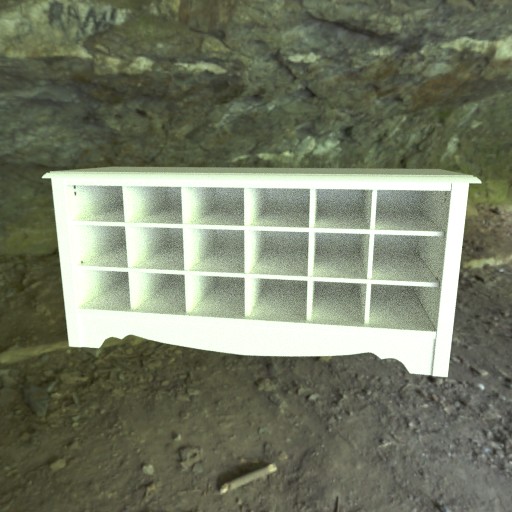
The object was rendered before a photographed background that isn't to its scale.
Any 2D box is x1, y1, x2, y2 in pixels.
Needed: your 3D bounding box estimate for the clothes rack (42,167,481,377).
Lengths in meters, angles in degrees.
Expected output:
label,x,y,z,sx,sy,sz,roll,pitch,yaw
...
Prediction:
label,x,y,z,sx,sy,sz,roll,pitch,yaw
clothes rack,0.000,0.000,1.468,1.218,0.558,0.405,2,14,10
